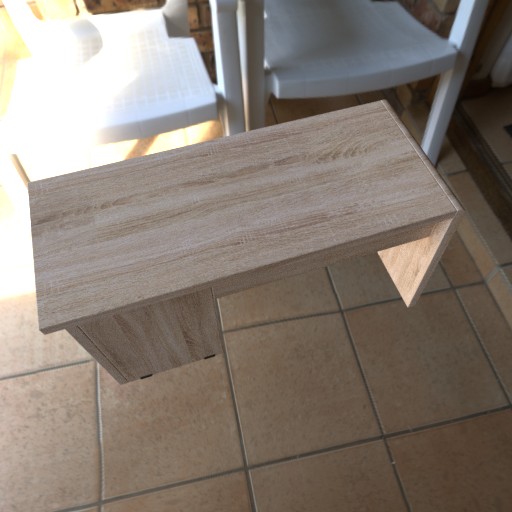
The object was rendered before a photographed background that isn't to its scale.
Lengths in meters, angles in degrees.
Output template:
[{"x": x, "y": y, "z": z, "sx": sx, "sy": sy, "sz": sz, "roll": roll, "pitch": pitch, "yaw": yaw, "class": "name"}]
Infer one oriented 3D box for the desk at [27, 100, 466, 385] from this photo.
[{"x": 0.000, "y": 0.000, "z": 1.646, "sx": 1.300, "sy": 0.750, "sz": 0.500, "roll": -16, "pitch": 60, "yaw": -9, "class": "desk"}]
